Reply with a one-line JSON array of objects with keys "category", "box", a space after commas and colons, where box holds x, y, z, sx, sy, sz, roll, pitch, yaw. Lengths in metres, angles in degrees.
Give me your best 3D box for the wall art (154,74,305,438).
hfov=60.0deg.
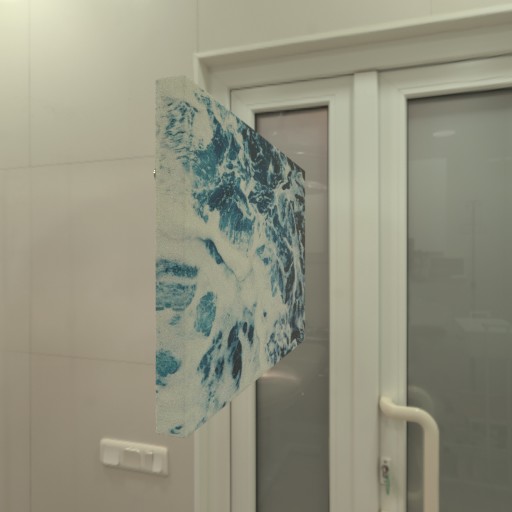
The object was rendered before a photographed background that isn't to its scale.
[{"category": "wall art", "box": [0.000, 0.000, 0.786, 0.043, 0.407, 0.609, 0, 0, 19]}]
